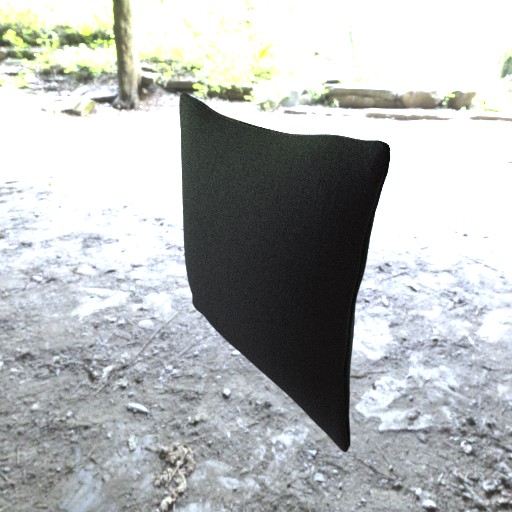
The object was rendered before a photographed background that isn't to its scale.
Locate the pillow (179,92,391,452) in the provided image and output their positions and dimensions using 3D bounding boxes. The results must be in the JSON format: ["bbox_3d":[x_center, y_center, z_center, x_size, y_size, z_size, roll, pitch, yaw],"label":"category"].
[{"bbox_3d":[0.000,0.000,0.660,0.136,0.419,0.437,-18,32,-31],"label":"pillow"}]
